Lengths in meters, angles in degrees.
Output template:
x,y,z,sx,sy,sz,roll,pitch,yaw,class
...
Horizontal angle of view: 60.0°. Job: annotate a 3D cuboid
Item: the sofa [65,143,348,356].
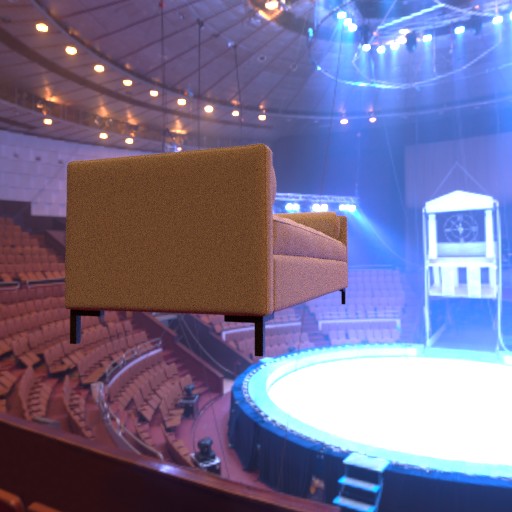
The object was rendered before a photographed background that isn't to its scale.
x,y,z,sx,sy,sz,roll,pitch,yaw,class
0.000,0.000,2.331,0.746,0.641,1.985,0,-2,18,sofa
